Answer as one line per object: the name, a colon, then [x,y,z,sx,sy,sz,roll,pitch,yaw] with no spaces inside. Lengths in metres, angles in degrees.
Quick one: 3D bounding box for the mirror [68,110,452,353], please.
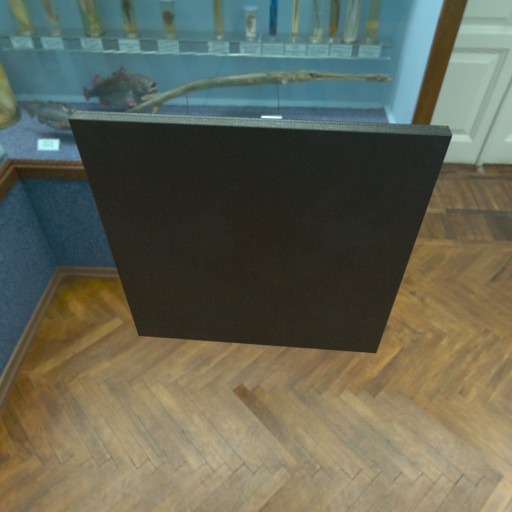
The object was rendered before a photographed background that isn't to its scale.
mirror: [0.000,0.000,0.579,0.382,0.381,0.020,3,45,3]
